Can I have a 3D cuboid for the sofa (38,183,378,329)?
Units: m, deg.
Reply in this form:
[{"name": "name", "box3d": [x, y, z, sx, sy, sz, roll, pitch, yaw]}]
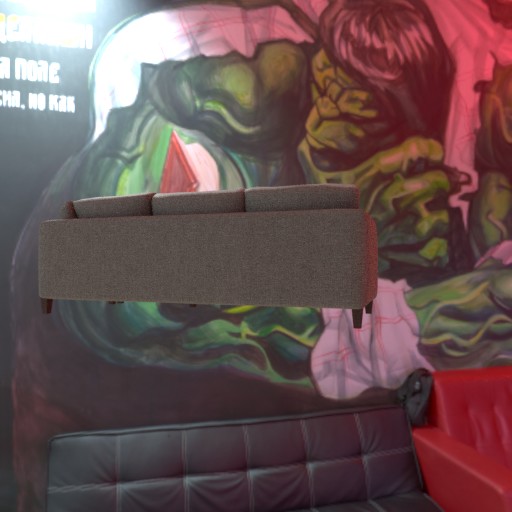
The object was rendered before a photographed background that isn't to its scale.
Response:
[{"name": "sofa", "box3d": [0.000, 0.000, 4.650, 2.593, 0.947, 3.302, 0, -1, 19]}]
